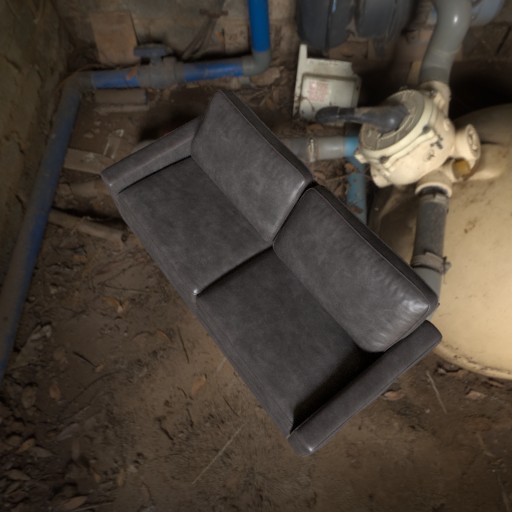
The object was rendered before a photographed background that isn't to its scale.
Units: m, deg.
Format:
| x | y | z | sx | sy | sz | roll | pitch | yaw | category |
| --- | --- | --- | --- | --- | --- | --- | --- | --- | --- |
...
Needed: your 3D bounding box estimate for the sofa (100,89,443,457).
| x | y | z | sx | sy | sz | roll | pitch | yaw | category |
| --- | --- | --- | --- | --- | --- | --- | --- | --- | --- |
| 0.000 | 0.000 | 2.663 | 0.939 | 0.916 | 2.081 | -35 | 69 | -16 | sofa |
